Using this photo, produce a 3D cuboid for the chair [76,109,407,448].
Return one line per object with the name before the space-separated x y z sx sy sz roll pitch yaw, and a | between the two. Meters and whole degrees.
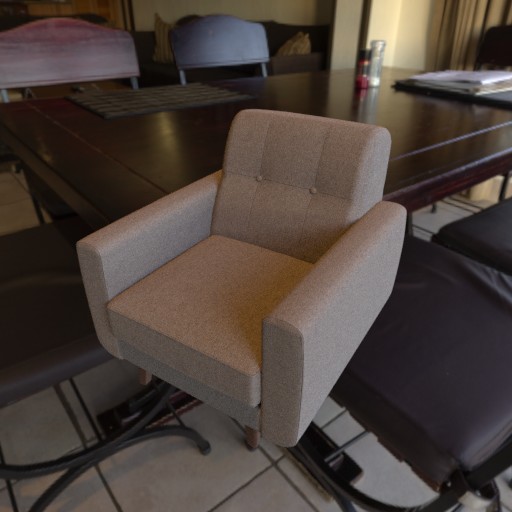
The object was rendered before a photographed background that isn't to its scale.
chair | 0.000 0.000 1.581 0.831 0.839 0.907 18 35 28
